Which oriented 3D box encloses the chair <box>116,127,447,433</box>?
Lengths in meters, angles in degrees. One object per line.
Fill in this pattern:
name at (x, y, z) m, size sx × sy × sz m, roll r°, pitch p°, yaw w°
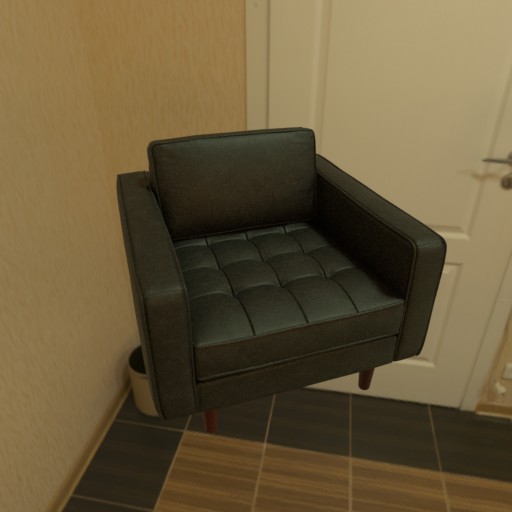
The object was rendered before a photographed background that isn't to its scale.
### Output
chair at (0.000, 0.000, 1.596) m, size 0.889 × 0.763 × 0.914 m, roll -10°, pitch 31°, yaw -16°
